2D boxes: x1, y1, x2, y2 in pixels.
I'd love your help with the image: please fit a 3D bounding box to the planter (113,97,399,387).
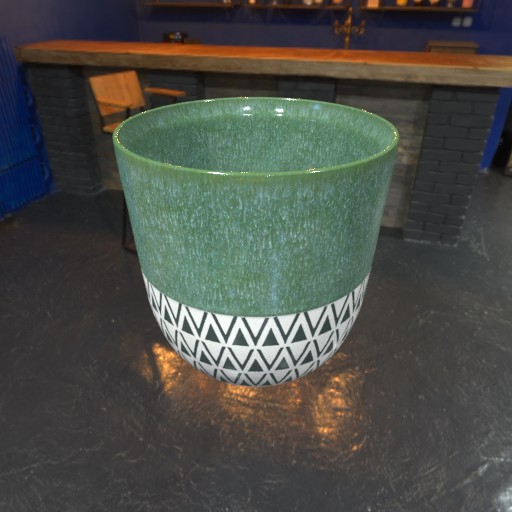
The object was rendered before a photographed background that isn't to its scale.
[{"bbox_3d":[0.000,0.000,0.366,0.195,0.214,0.195,0,31,0],"label":"planter"}]
